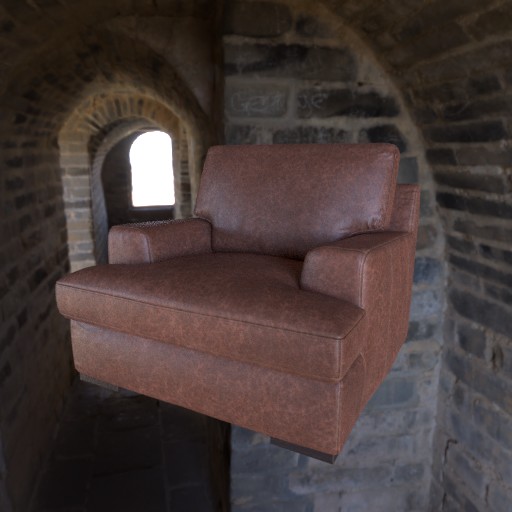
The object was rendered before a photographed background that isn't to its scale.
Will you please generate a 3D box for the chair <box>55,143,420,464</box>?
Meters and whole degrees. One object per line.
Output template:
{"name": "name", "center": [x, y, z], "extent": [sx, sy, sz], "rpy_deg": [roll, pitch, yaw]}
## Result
{"name": "chair", "center": [0.000, 0.000, 1.874], "extent": [1.168, 0.939, 1.143], "rpy_deg": [7, 14, 28]}
